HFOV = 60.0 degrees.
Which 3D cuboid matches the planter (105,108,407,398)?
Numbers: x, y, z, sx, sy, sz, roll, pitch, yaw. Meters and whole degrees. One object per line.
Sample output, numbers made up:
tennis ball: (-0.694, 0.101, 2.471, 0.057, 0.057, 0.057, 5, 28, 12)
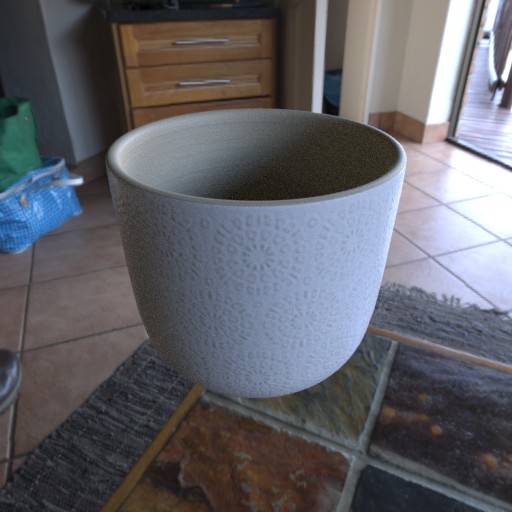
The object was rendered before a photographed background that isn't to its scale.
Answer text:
planter: (0.000, 0.000, 0.367, 0.208, 0.190, 0.208, 0, 32, 0)
